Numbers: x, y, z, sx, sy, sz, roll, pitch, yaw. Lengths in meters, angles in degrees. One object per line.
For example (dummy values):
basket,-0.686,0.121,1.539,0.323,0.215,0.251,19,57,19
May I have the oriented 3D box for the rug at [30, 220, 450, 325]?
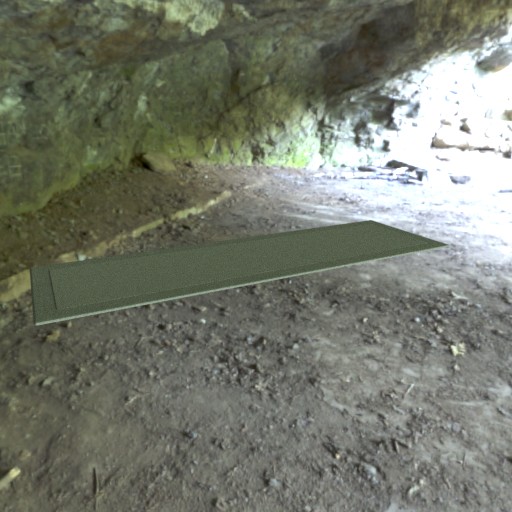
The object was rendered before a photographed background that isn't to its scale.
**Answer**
rug,0.000,0.000,2.659,2.430,0.012,0.759,-9,21,-25
